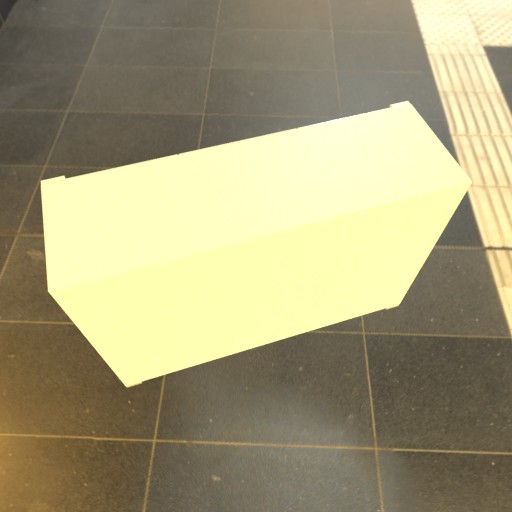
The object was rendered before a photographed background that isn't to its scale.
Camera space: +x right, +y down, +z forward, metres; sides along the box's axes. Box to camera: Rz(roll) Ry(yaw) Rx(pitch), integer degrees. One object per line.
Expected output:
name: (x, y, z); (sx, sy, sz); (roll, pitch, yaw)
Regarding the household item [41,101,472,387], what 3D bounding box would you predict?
household item: (0.000, 0.000, 1.765); (1.300, 0.867, 0.420); (-15, 58, -9)
